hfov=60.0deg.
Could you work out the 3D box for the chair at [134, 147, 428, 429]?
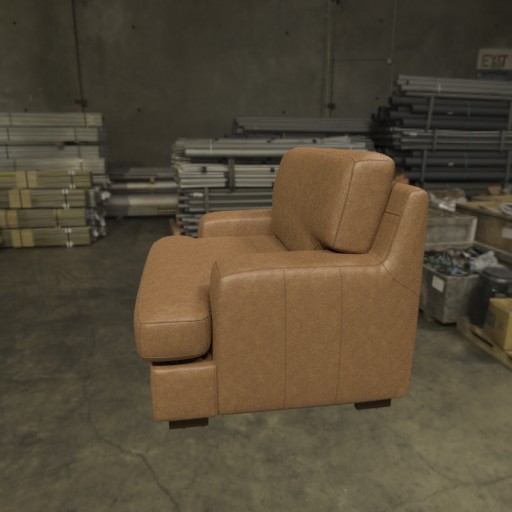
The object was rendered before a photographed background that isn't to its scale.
[{"bbox_3d":[0.000,0.000,2.072,1.050,0.978,1.276,-2,15,-9],"label":"chair"}]
